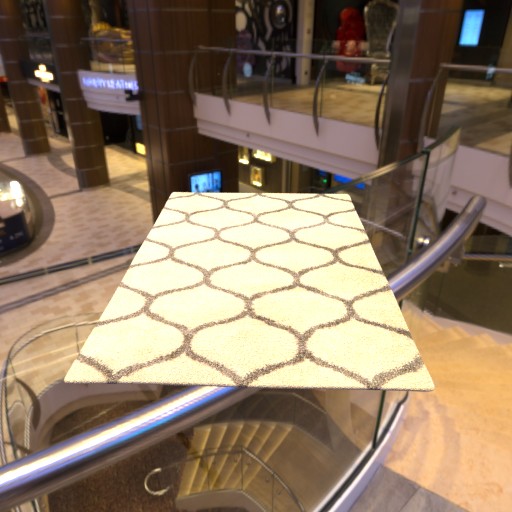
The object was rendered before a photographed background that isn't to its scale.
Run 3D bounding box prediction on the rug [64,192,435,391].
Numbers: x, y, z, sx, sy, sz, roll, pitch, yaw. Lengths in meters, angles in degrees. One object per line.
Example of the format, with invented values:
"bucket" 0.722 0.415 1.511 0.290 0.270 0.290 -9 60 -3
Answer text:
"rug" 0.000 0.000 3.323 1.801 0.026 2.701 1 28 2
